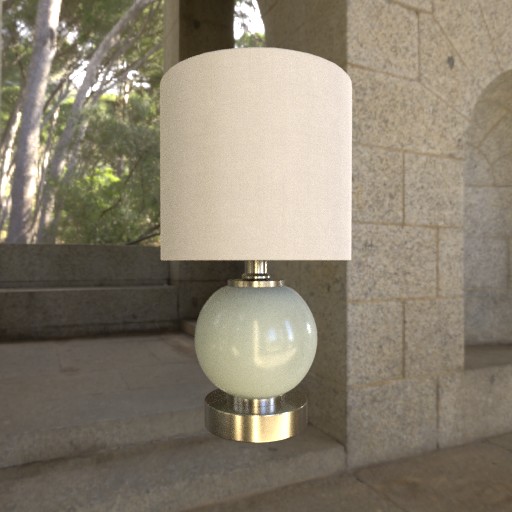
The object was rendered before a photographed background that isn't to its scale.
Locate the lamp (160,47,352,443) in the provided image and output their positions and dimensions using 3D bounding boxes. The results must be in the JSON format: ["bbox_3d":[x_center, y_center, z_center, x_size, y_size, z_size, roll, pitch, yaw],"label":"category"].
[{"bbox_3d":[0.000,0.000,0.473,0.201,0.353,0.201,0,-1,35],"label":"lamp"}]
